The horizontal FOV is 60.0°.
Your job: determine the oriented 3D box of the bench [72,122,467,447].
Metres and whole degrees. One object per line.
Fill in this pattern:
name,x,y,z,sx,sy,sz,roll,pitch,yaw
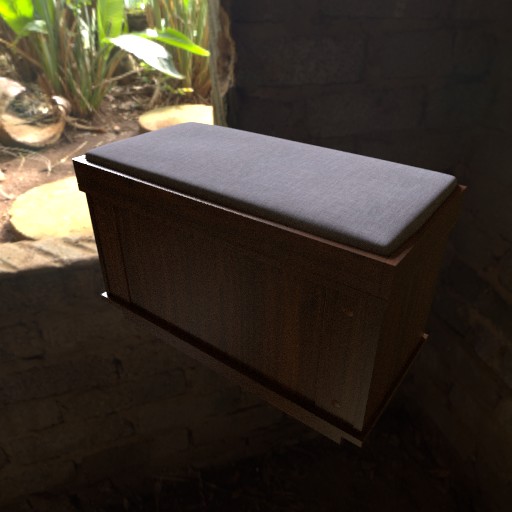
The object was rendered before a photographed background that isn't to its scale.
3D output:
bench,0.000,0.000,1.006,0.734,0.461,0.362,21,37,31
